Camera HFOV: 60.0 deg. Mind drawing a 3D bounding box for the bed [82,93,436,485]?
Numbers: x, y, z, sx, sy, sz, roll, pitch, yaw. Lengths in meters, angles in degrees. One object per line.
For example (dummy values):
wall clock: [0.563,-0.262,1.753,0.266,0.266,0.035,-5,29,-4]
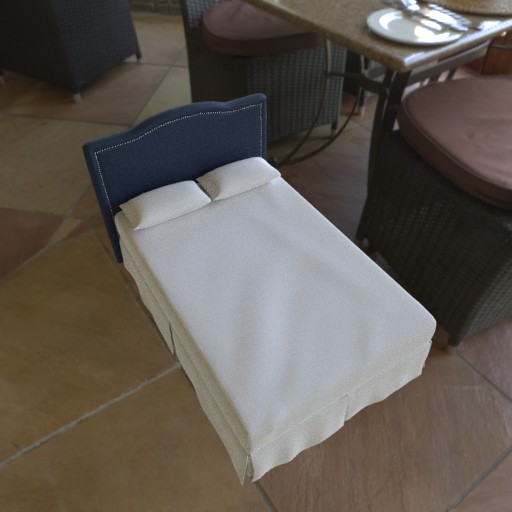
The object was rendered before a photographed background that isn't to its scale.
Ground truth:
bed: [0.000,0.000,3.496,1.741,1.441,2.507,-24,50,-21]
